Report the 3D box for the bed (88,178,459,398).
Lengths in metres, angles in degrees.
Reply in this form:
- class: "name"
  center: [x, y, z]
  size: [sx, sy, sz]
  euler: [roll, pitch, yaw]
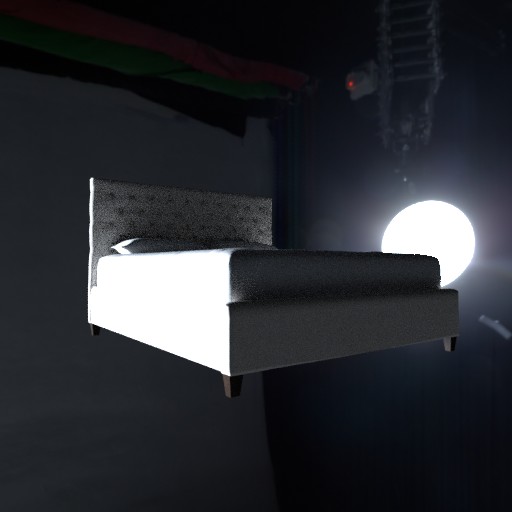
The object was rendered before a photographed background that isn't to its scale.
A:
- class: "bed"
  center: [0.000, 0.000, 3.682]
  size: [2.078, 1.427, 2.387]
  euler: [1, -1, -36]
